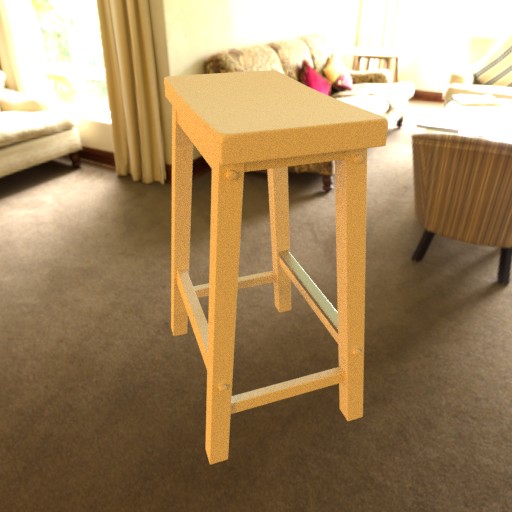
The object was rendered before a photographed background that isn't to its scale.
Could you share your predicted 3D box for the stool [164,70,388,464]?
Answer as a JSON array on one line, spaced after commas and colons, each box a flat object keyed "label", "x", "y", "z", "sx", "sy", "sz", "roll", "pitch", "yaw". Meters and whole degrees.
[{"label": "stool", "x": 0.000, "y": 0.000, "z": 0.868, "sx": 0.322, "sy": 0.610, "sz": 0.406, "roll": -10, "pitch": 33, "yaw": -16}]
